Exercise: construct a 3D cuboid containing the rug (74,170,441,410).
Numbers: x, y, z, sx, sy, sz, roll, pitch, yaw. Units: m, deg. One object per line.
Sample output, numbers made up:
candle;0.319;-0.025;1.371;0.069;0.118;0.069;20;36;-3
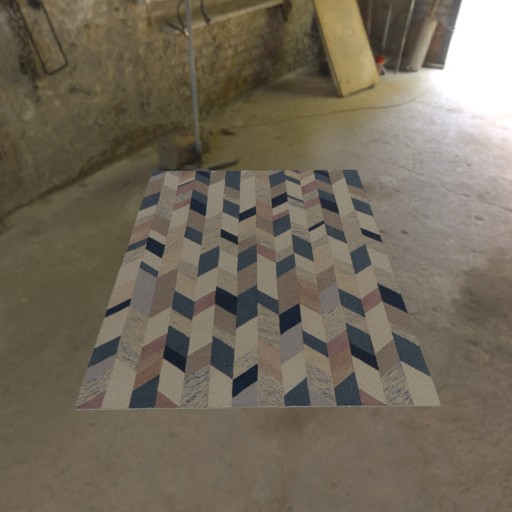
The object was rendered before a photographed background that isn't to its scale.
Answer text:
rug;0.000;0.000;4.103;2.451;0.011;3.072;0;41;0
